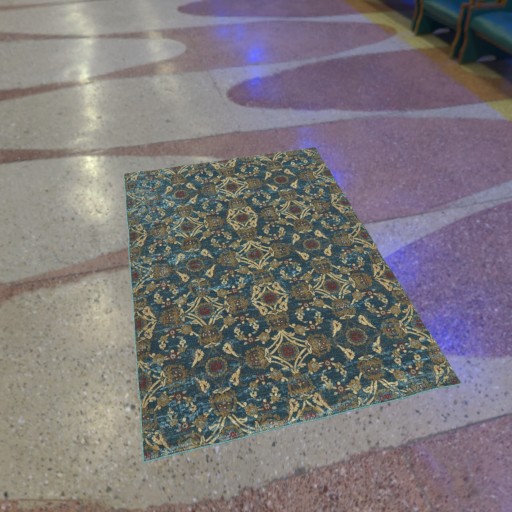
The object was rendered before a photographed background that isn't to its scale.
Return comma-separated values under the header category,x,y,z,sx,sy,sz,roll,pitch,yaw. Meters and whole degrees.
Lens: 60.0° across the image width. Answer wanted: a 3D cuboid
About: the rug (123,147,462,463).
category,x,y,z,sx,sy,sz,roll,pitch,yaw
rug,0.000,0.000,2.815,1.567,0.014,2.207,-10,47,-10
